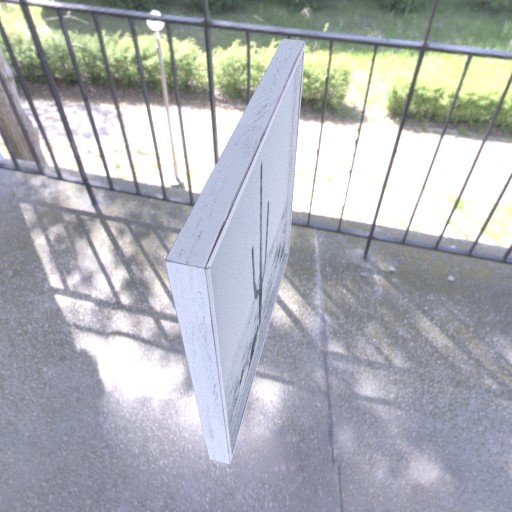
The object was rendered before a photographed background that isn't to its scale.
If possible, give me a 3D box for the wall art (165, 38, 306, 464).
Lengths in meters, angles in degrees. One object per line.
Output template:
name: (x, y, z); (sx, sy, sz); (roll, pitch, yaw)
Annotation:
wall art: (0.000, 0.000, 0.742); (0.038, 0.508, 0.508); (11, 48, 10)
